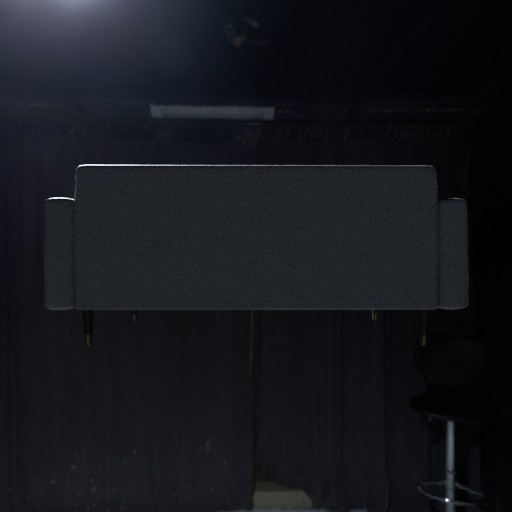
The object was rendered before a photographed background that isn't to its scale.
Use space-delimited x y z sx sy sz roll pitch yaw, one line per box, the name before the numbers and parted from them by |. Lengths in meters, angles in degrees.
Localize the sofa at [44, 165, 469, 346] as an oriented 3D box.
sofa | 0.000 0.000 2.416 1.895 0.814 0.969 0 0 -1
